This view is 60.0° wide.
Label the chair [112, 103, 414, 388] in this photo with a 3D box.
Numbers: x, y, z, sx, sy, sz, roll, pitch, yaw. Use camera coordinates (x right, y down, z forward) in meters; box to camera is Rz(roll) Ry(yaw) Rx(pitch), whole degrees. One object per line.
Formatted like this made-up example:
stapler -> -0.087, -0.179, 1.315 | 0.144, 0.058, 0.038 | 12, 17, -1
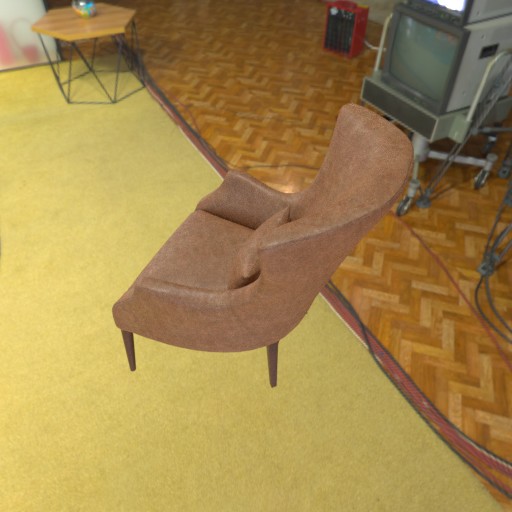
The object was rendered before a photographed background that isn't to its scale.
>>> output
chair -> 0.000, 0.000, 1.758 | 0.955, 1.067, 0.846 | 17, 47, 16
